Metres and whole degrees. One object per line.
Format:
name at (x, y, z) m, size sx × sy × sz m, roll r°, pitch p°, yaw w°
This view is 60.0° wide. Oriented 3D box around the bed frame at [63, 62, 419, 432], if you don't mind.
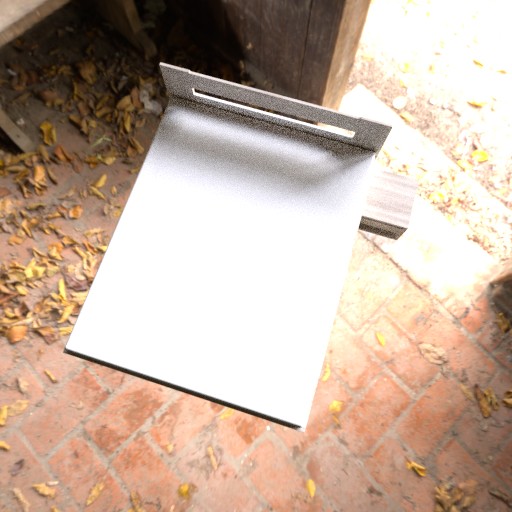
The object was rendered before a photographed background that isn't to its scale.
bed frame at (0.000, 0.000, 3.149) m, size 2.040 × 0.860 × 2.050 m, roll 17°, pitch 75°, yaw 5°
